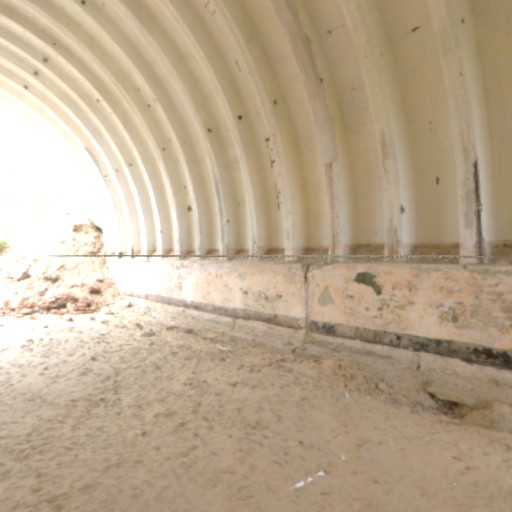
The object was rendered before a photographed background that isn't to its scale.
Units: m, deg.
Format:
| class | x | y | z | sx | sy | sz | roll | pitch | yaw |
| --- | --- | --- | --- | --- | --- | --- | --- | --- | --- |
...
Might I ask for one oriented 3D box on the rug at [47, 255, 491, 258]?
| class | x | y | z | sx | sy | sz | roll | pitch | yaw |
| --- | --- | --- | --- | --- | --- | --- | --- | --- | --- |
| rug | 0.000 | 0.000 | 2.704 | 2.438 | 0.006 | 0.783 | 0 | 0 | 18 |
